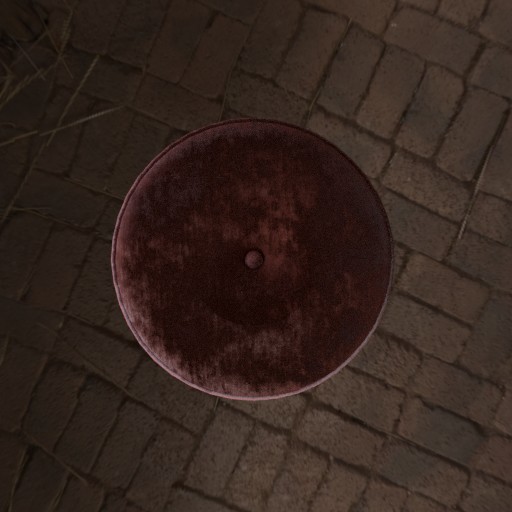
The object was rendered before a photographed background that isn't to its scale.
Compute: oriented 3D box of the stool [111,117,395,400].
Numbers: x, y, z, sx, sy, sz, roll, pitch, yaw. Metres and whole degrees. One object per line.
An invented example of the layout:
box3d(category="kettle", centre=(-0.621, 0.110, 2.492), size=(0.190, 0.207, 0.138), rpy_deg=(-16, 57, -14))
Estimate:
box3d(category="stool", centre=(0.000, 0.000, 0.917), size=(0.421, 0.593, 0.457), rpy_deg=(0, 91, 0))
